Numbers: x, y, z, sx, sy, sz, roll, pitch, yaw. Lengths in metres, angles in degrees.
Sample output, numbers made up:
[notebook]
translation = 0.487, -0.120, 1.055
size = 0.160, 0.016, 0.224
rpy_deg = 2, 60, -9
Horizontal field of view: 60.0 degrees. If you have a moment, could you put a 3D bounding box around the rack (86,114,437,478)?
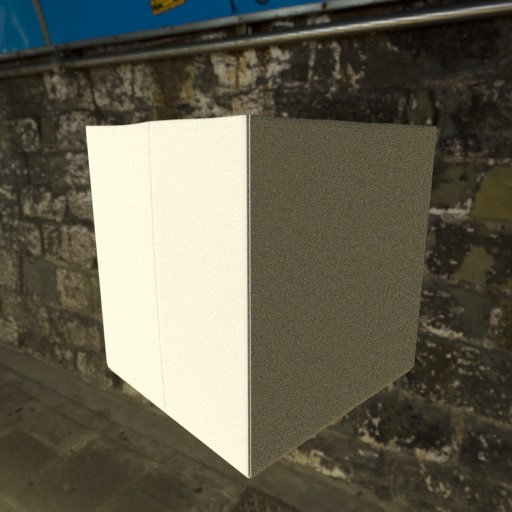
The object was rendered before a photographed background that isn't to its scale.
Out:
[rack]
translation = 0.000, 0.000, 0.498
size = 0.270, 0.280, 0.270
rpy_deg = -13, 19, -42
